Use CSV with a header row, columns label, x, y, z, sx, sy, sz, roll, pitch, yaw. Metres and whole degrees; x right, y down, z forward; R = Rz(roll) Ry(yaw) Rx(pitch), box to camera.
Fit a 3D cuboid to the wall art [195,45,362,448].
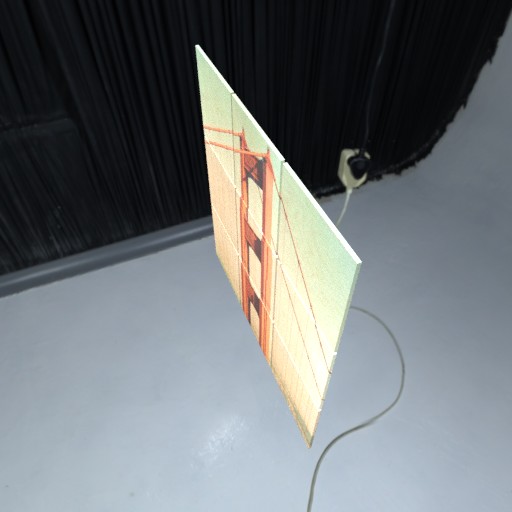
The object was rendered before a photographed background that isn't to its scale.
label,x,y,z,sx,sy,sz,roll,pitch,yaw
wall art,0.000,0.000,1.817,0.013,1.219,1.214,-17,51,-15
